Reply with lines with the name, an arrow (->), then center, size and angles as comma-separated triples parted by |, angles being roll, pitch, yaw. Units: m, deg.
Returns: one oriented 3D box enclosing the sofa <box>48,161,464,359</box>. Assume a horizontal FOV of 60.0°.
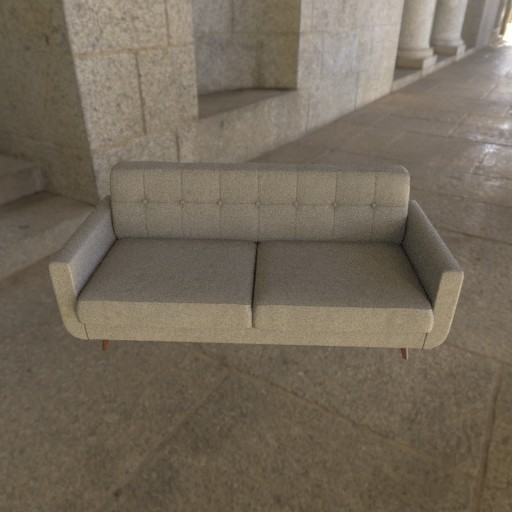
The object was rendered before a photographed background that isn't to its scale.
sofa -> 0.000, 0.000, 2.611 | 2.055, 0.873, 0.968 | 1, 30, 2
